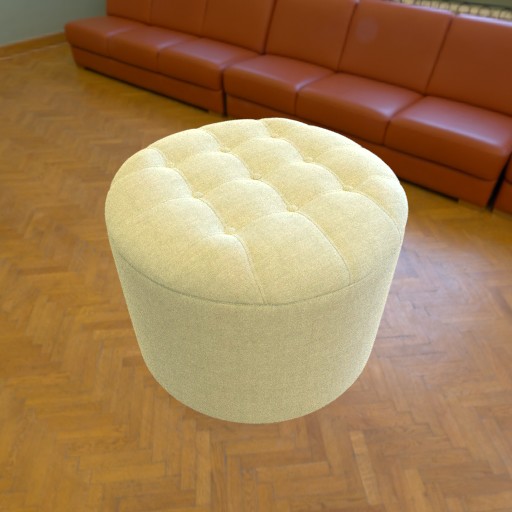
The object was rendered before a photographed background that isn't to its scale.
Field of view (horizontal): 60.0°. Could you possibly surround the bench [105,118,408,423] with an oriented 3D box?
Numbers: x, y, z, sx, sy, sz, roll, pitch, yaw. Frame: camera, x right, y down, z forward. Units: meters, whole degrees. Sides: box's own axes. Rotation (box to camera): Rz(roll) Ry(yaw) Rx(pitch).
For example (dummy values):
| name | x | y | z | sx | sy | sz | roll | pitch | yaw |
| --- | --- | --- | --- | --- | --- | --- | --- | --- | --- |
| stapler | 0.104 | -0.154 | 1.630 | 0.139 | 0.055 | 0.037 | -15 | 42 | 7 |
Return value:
| name | x | y | z | sx | sy | sz | roll | pitch | yaw |
| --- | --- | --- | --- | --- | --- | --- | --- | --- | --- |
| bench | 0.000 | 0.000 | 1.013 | 0.600 | 0.453 | 0.600 | 0 | 41 | 0 |
